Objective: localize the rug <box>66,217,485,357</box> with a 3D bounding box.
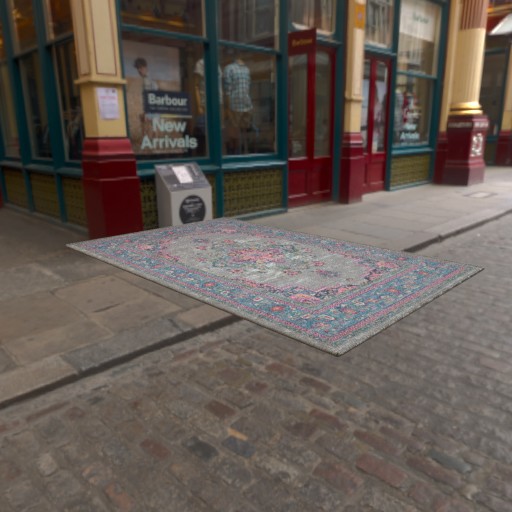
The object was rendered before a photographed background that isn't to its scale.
[{"bbox_3d":[0.000,0.000,2.173,1.748,0.014,1.144,15,21,43],"label":"rug"}]
